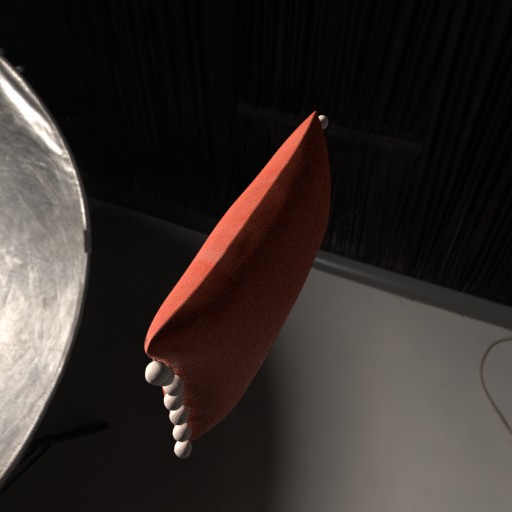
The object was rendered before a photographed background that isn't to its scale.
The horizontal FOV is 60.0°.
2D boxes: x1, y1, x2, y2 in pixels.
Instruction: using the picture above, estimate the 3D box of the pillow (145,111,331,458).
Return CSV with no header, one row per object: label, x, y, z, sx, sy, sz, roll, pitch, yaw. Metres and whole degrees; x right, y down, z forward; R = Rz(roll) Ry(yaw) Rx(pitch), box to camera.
pillow,0.000,0.000,0.850,0.201,0.322,0.709,17,48,16
